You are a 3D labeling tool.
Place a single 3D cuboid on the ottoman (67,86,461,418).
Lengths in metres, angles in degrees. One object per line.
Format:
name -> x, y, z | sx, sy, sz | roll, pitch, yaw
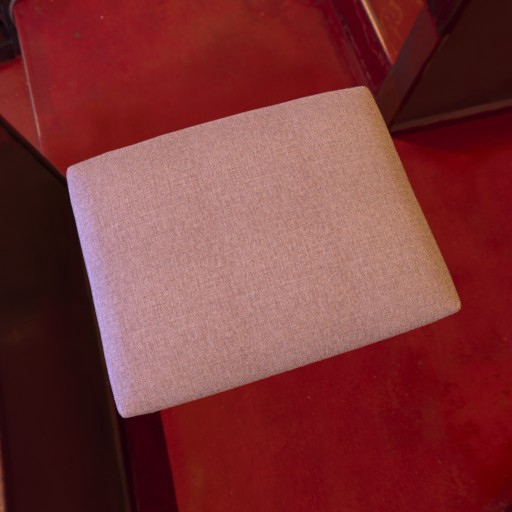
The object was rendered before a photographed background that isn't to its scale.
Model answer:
ottoman -> 0.000, 0.000, 1.131 | 0.741, 0.513, 0.584 | -17, 76, -4
